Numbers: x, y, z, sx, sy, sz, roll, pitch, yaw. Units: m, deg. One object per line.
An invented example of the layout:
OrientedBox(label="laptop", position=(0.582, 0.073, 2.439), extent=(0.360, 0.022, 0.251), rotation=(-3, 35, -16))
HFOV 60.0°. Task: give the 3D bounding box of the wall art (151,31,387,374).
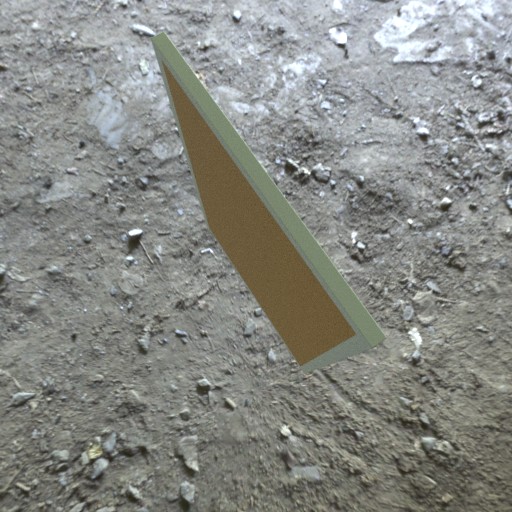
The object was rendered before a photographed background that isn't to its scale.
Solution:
OrientedBox(label="wall art", position=(0.000, 0.000, 0.540), extent=(0.013, 0.433, 0.303), rotation=(-32, 76, -9))
